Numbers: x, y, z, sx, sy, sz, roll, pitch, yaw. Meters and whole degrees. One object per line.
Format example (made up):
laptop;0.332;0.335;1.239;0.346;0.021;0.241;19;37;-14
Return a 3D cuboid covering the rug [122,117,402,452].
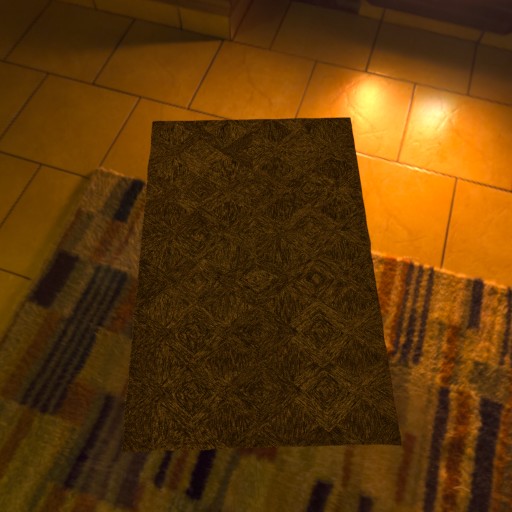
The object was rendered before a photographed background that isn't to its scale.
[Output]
rug;0.000;0.000;2.255;1.189;0.011;1.808;-1;65;-1
